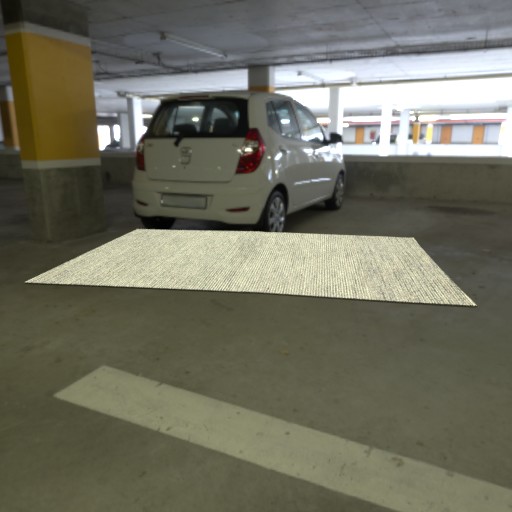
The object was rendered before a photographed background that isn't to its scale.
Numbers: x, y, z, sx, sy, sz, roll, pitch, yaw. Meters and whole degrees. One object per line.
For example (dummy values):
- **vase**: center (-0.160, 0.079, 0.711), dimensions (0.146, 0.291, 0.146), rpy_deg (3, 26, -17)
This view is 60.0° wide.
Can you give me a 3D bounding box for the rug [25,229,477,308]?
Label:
- **rug**: center (0.000, 0.000, 2.275), dimensions (1.789, 0.021, 1.159), rpy_deg (2, 15, 9)
